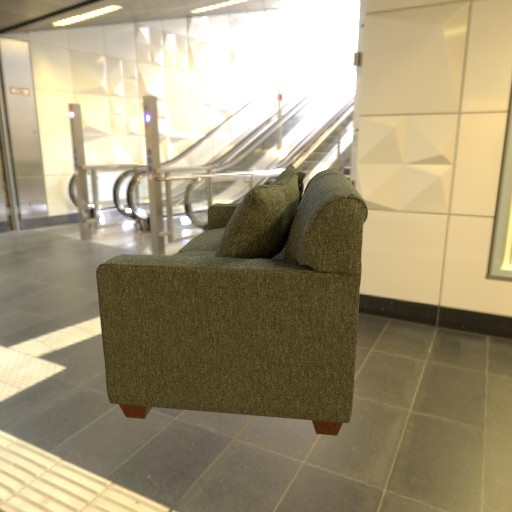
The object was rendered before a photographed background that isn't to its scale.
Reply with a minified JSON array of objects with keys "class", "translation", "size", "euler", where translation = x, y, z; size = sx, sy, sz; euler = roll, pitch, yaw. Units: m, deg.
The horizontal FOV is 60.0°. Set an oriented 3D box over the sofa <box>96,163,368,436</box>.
[{"class":"sofa","translation":[0.000,0.000,2.461],"size":[0.998,0.958,1.846],"euler":[2,14,8]}]
